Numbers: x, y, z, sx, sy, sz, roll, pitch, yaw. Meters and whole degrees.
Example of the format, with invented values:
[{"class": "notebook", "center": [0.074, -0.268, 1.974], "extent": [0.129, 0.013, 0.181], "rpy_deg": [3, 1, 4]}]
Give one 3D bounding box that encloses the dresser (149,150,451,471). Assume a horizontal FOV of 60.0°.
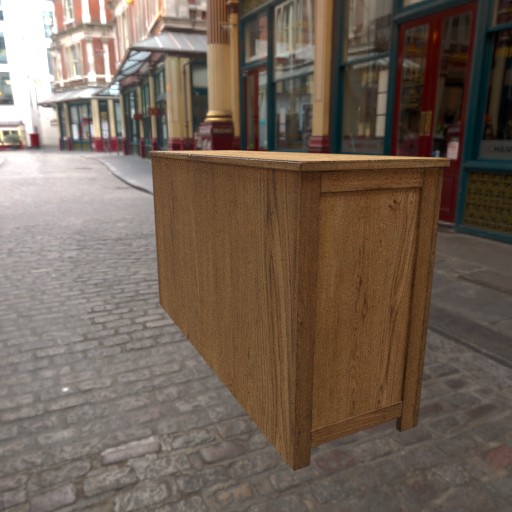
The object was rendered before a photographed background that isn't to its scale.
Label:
[{"class": "dresser", "center": [0.000, 0.000, 2.068], "extent": [0.563, 0.932, 1.657], "rpy_deg": [-7, 16, -25]}]
